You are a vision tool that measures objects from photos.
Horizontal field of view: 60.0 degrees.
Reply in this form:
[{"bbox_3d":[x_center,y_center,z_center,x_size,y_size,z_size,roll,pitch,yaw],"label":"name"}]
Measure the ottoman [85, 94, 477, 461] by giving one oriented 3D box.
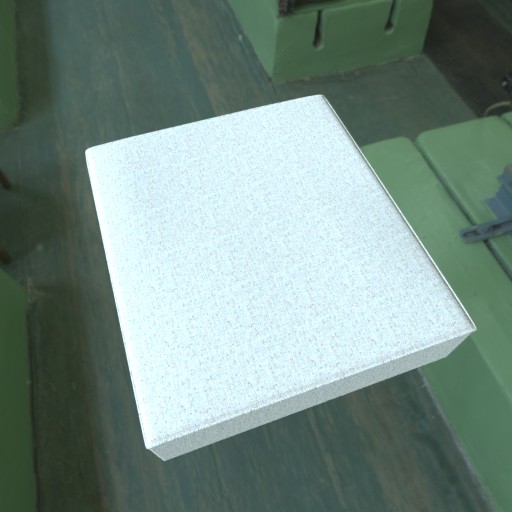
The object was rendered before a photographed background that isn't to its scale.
[{"bbox_3d":[0.000,0.000,1.222,0.736,0.303,0.835,-17,60,-10],"label":"ottoman"}]
